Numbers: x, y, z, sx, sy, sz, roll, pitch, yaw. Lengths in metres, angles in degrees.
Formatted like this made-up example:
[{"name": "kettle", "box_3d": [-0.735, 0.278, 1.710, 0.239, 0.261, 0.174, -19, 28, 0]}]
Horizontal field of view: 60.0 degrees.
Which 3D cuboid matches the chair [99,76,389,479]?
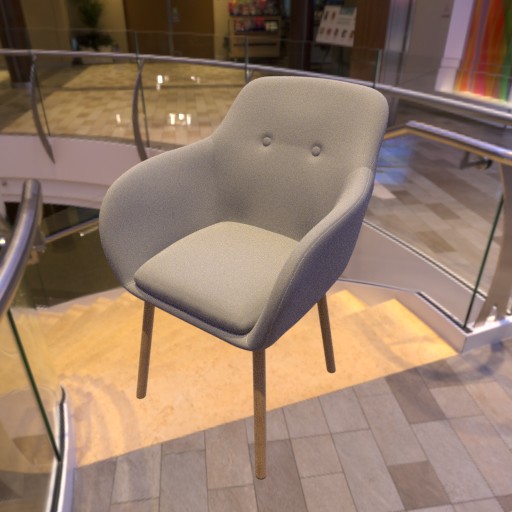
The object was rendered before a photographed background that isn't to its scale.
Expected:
[{"name": "chair", "box_3d": [0.000, 0.000, 1.186, 0.570, 0.830, 0.590, 20, 35, 30]}]
